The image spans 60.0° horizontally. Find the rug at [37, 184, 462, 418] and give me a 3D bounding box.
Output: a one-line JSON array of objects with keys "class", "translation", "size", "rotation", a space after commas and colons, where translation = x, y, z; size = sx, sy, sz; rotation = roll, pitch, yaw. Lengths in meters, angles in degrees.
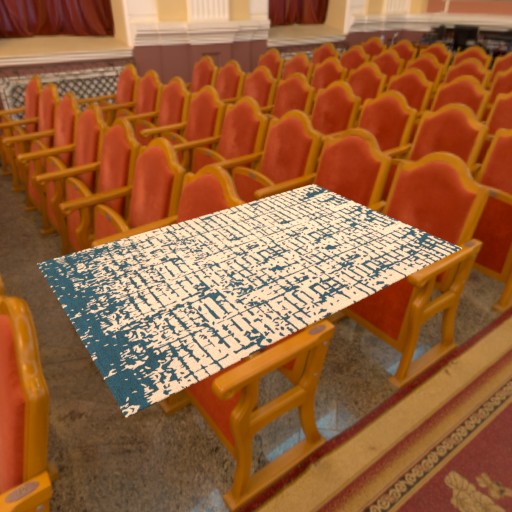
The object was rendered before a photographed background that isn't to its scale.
[{"class": "rug", "translation": [0.000, 0.000, 2.982], "size": [2.435, 0.011, 1.517], "rotation": [-20, 36, -31]}]
